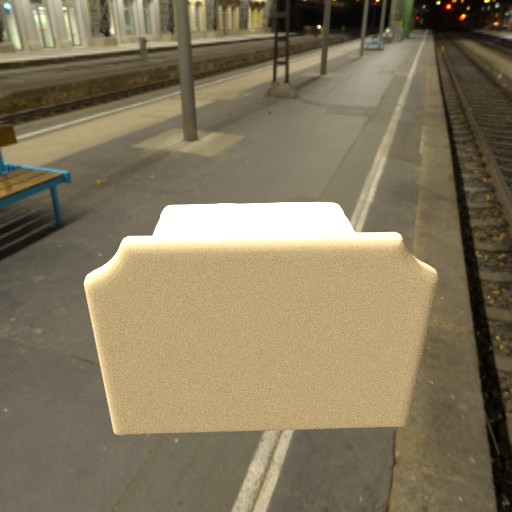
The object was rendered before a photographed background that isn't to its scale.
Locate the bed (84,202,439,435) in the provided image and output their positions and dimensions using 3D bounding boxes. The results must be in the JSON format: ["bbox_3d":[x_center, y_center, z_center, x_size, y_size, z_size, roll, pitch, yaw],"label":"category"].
[{"bbox_3d":[0.000,0.000,3.886,2.134,1.524,2.548,-1,28,-2],"label":"bed"}]
